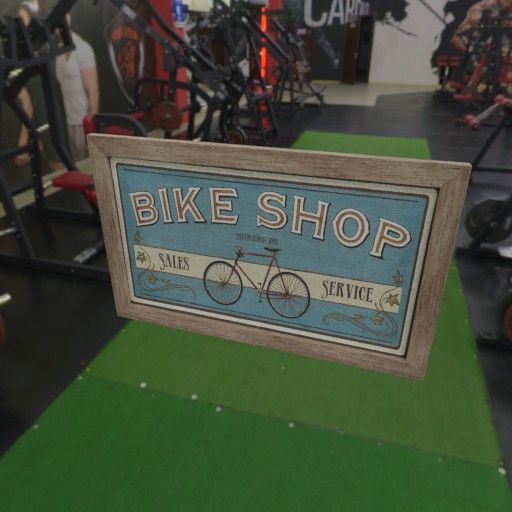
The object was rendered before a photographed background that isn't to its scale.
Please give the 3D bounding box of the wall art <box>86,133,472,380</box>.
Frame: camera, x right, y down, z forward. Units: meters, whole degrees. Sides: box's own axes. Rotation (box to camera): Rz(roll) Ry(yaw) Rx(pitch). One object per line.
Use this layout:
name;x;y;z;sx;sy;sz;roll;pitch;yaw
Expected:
wall art;0.000;0.000;0.981;0.780;0.480;0.021;9;29;16
